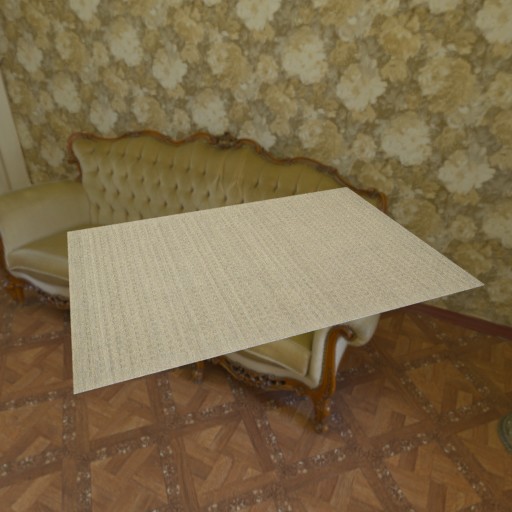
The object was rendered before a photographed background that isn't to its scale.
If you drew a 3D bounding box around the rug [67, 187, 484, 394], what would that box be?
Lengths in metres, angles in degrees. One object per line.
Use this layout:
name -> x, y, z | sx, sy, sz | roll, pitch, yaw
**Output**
rug -> 0.000, 0.000, 3.657 | 2.895, 0.006, 1.981 | -11, 33, -18
